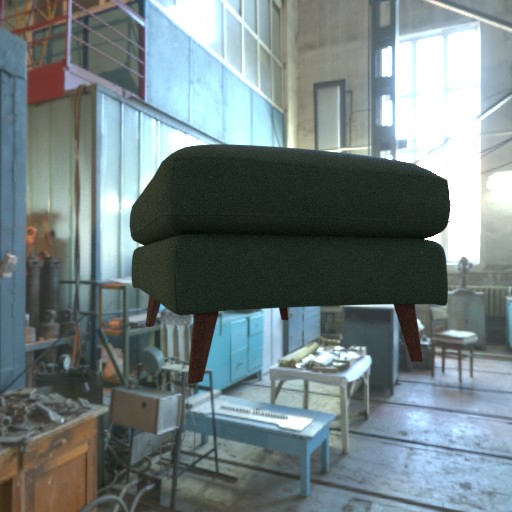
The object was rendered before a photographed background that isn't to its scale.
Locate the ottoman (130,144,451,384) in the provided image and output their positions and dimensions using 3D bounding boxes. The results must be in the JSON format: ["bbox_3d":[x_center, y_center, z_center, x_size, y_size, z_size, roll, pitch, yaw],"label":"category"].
[{"bbox_3d":[0.000,0.000,1.181,0.608,0.449,0.811,0,-1,-20],"label":"ottoman"}]
